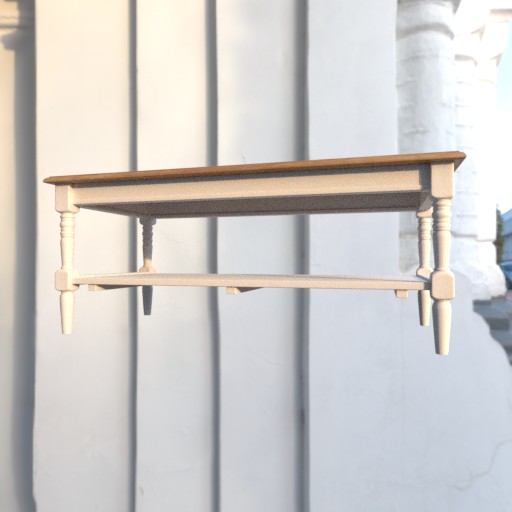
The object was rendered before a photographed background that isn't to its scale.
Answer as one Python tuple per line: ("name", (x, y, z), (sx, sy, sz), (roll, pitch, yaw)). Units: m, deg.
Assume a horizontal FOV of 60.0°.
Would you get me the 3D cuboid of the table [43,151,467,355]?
("table", (0.000, 0.000, 1.388), (1.118, 0.458, 0.559), (0, -1, 16))
